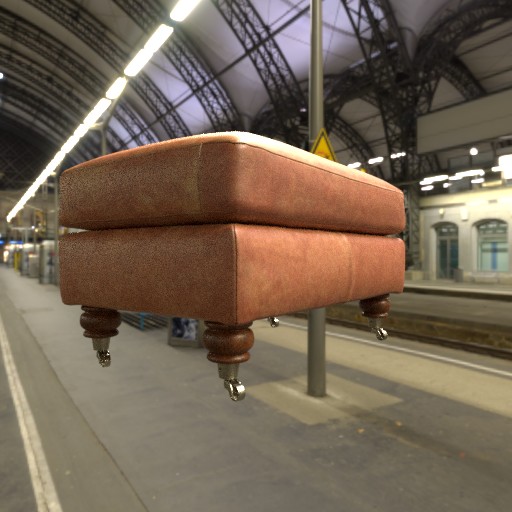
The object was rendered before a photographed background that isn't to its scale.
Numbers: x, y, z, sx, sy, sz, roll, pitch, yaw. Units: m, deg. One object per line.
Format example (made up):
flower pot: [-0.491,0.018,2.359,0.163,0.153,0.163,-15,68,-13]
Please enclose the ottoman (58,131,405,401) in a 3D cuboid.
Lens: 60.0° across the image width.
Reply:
ottoman: [0.000,0.000,1.191,0.565,0.507,0.852,0,0,37]
